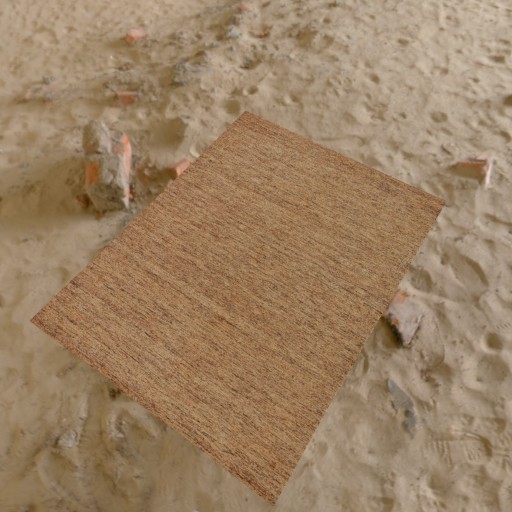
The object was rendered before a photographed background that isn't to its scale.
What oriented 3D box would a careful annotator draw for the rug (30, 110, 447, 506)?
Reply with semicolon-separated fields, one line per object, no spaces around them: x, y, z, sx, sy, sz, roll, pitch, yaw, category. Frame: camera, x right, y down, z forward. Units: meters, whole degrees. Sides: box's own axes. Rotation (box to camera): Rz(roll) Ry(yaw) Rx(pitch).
0.000;0.000;4.077;2.438;0.012;3.200;30;62;17;rug
